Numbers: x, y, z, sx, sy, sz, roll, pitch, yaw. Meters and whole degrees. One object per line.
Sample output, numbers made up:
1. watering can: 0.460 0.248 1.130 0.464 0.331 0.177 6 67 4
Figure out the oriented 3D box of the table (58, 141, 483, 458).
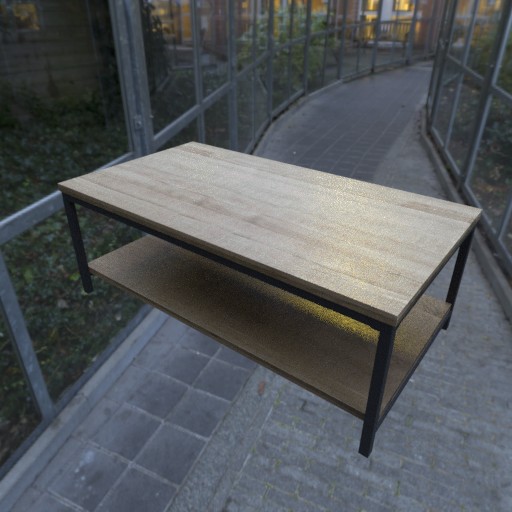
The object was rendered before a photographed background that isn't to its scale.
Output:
1. table: 0.000 0.000 1.345 1.062 0.393 0.574 21 36 32
